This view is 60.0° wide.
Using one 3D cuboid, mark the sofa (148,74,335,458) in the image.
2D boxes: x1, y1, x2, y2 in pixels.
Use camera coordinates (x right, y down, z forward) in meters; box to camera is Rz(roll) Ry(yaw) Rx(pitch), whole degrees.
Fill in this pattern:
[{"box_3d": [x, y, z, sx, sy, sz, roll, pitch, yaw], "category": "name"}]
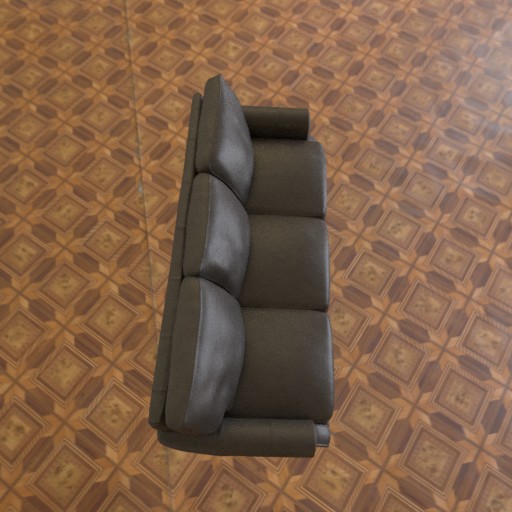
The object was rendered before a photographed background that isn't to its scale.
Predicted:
[{"box_3d": [0.000, 0.000, 2.876, 0.974, 0.977, 2.387, 2, 64, 1], "category": "sofa"}]
